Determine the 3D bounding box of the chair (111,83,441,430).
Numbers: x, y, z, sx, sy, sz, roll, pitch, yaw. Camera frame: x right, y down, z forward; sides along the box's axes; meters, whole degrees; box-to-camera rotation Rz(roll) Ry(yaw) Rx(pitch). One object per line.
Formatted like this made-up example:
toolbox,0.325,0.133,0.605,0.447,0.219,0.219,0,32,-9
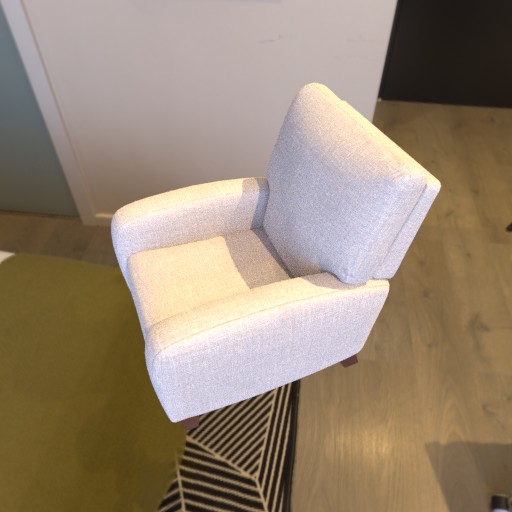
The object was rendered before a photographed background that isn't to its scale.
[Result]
chair,0.000,0.000,1.695,0.990,0.990,0.762,-17,48,-16
